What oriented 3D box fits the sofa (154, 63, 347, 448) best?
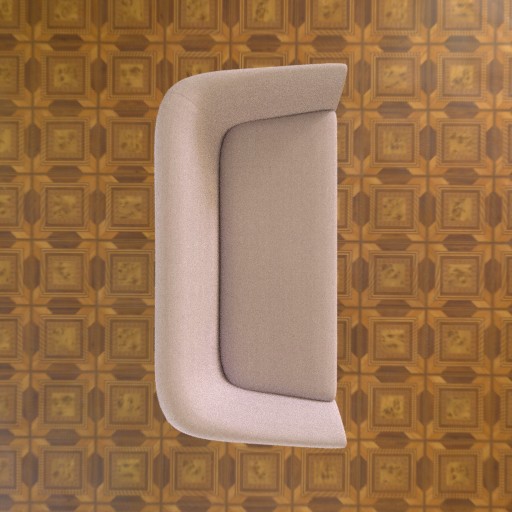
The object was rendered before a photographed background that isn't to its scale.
[{"bbox_3d":[0.000,0.000,1.885,0.705,0.721,1.452,0,90,1],"label":"sofa"}]
